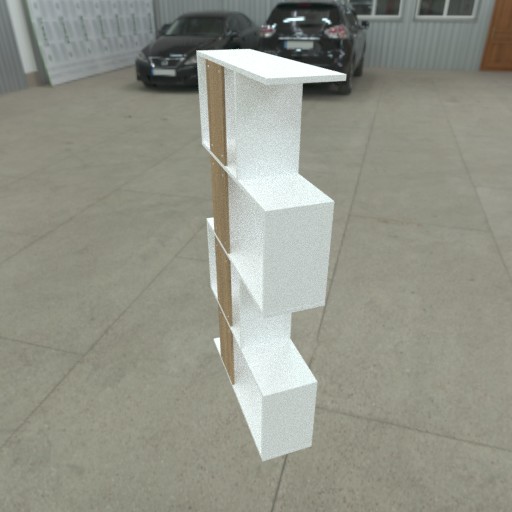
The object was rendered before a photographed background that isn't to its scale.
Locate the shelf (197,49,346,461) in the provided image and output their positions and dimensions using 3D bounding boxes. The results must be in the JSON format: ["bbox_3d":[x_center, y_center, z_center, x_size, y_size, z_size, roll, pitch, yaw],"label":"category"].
[{"bbox_3d":[0.000,0.000,2.031,0.250,1.650,0.890,-10,31,-17],"label":"shelf"}]
